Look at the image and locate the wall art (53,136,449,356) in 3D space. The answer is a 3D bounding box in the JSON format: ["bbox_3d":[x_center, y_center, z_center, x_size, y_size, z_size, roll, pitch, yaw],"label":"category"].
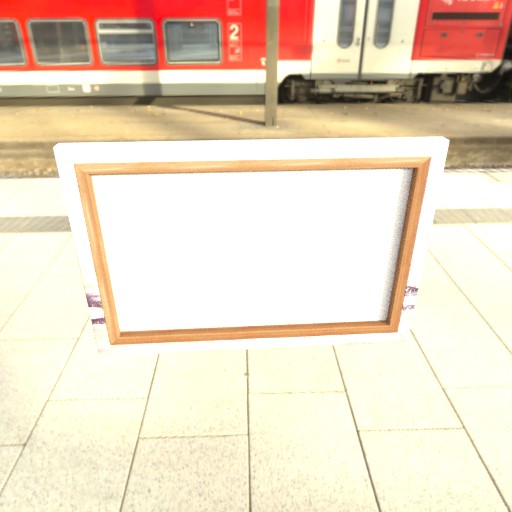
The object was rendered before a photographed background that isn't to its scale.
[{"bbox_3d":[0.000,0.000,1.179,0.913,0.609,0.038,-2,29,-3],"label":"wall art"}]
